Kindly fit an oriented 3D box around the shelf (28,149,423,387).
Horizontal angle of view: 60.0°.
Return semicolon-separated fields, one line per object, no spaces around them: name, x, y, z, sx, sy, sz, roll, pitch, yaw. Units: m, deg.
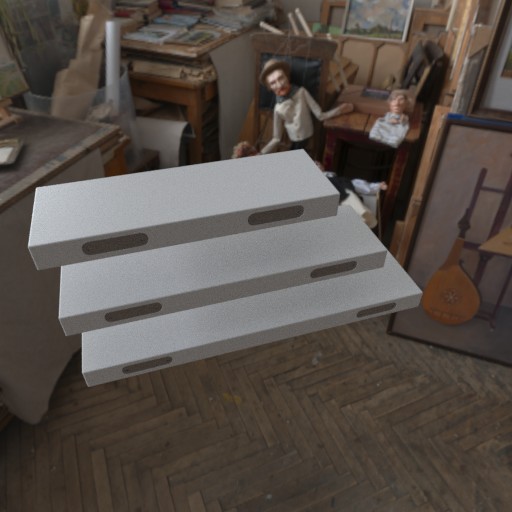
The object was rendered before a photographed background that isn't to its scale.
shelf;0.000;0.000;0.740;0.610;0.293;0.140;-11;42;-13
